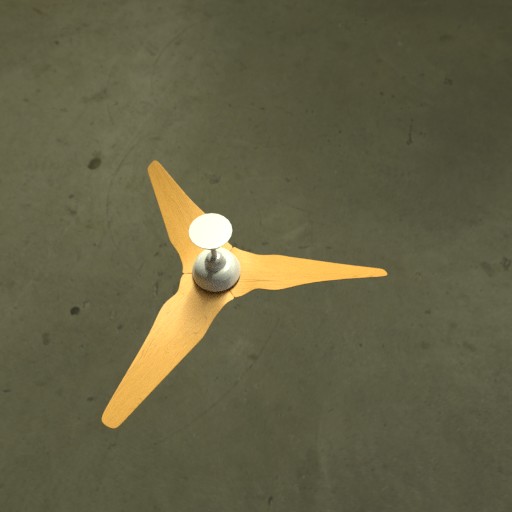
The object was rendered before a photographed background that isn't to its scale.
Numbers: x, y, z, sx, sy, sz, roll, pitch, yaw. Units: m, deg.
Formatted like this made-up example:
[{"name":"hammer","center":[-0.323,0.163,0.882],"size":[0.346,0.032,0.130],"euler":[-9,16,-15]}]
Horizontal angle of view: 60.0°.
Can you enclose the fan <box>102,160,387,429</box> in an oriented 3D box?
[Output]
[{"name":"fan","center":[0.000,0.000,1.632],"size":[1.010,0.355,1.142],"euler":[-1,59,-1]}]
